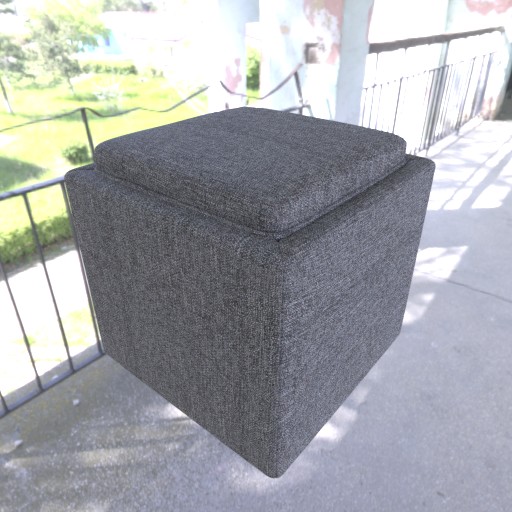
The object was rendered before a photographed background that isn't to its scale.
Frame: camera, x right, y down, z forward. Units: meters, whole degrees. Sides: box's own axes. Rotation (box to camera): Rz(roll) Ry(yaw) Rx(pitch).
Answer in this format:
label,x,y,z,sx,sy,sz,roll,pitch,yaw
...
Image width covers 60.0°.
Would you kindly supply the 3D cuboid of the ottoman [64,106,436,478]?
label,x,y,z,sx,sy,sz,roll,pitch,yaw
ottoman,0.000,0.000,0.822,0.450,0.460,0.450,23,37,33
